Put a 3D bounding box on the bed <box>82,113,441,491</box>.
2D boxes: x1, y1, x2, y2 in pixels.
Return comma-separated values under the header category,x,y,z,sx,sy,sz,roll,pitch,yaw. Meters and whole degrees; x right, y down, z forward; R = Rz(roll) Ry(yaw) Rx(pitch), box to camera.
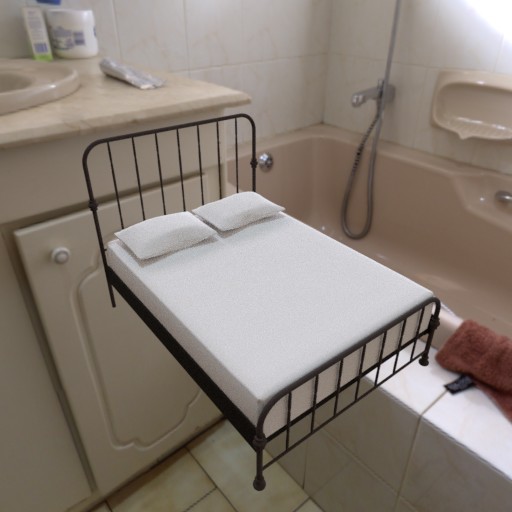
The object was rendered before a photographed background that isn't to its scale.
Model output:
category,x,y,z,sx,sy,sz,roll,pitch,yaw
bed,0.000,0.000,3.199,1.616,1.446,2.134,-22,37,-32
